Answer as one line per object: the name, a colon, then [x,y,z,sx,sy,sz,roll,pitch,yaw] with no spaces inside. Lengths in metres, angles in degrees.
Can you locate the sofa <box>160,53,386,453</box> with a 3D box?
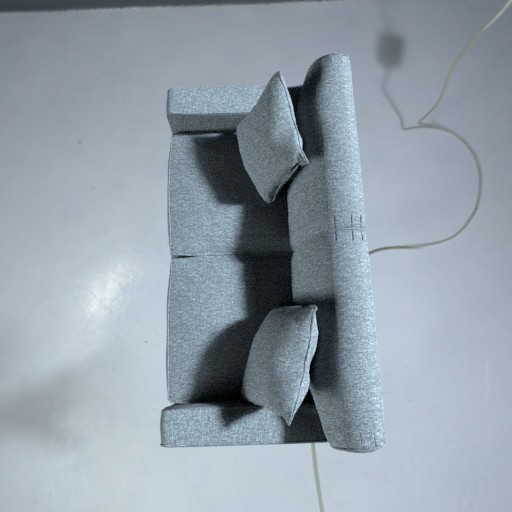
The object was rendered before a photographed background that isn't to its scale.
sofa: [0.000,0.000,2.365,0.998,0.958,1.846,-2,76,0]
